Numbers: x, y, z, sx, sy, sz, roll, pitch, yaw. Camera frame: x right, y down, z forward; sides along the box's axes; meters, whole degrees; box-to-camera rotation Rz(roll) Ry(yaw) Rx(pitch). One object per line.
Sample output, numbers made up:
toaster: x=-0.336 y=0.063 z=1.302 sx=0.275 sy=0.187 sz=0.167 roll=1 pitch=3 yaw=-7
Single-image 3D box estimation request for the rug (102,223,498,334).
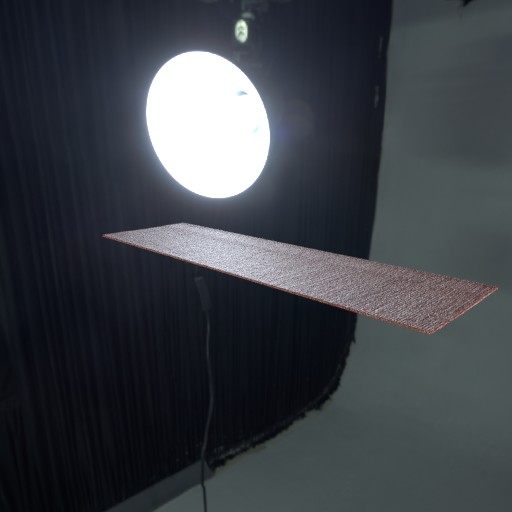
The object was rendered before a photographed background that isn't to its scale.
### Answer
rug: x=0.000 y=0.000 z=2.485 sx=2.307 sy=0.012 sz=0.687 roll=14 pitch=20 yaw=43
